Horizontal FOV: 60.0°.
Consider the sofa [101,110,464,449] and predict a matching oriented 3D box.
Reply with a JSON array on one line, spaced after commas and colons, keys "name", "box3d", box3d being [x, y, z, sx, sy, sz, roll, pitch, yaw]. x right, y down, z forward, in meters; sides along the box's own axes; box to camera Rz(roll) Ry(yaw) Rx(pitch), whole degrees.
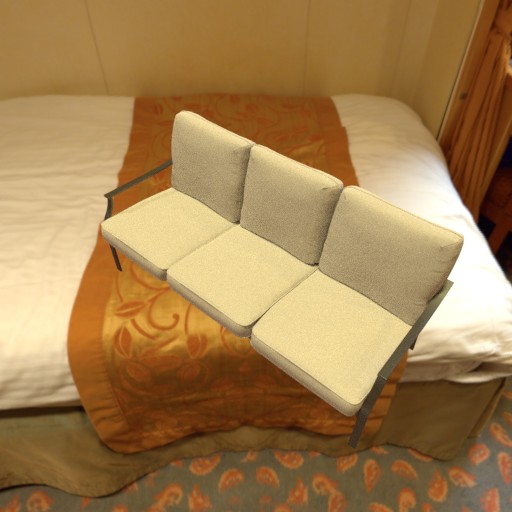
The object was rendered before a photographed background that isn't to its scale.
[{"name": "sofa", "box3d": [0.000, 0.000, 2.286, 1.740, 0.860, 0.787, 31, 53, 27]}]
